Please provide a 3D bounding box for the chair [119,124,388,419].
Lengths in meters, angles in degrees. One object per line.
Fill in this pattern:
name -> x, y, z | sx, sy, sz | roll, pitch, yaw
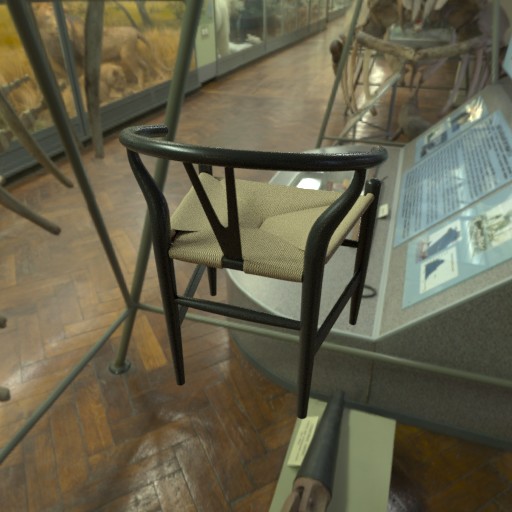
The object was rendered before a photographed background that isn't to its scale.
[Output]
chair -> 0.000, 0.000, 1.136 | 0.570, 0.739, 0.570 | 10, 33, 16
